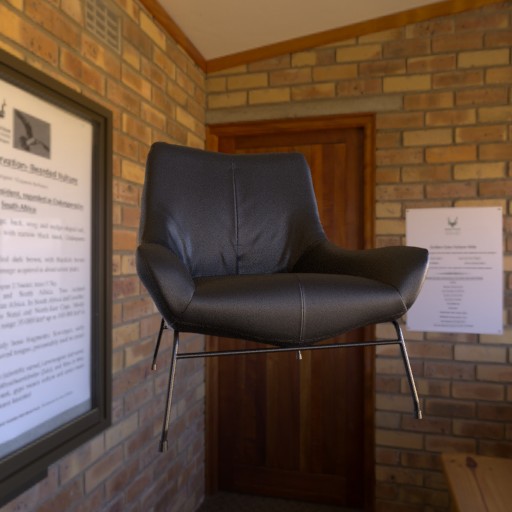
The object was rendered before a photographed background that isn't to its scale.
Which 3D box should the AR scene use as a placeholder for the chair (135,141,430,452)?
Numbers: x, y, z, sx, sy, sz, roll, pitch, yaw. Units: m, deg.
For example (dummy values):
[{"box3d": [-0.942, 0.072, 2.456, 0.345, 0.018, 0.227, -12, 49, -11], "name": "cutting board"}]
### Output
[{"box3d": [0.000, 0.000, 1.541, 0.836, 0.922, 0.826, 0, 0, -17], "name": "chair"}]
